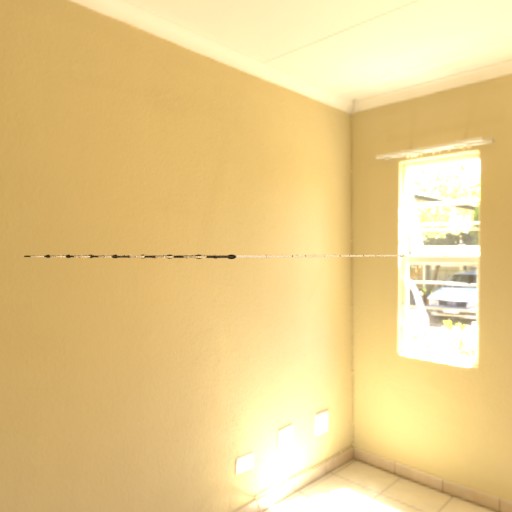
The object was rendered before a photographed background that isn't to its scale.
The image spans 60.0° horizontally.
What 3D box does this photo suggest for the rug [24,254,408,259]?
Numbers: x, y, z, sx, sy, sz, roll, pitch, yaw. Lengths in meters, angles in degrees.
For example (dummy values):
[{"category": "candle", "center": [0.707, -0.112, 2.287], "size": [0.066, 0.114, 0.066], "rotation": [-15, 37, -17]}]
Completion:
[{"category": "rug", "center": [0.000, 0.000, 3.346], "size": [1.524, 0.021, 2.755], "rotation": [0, 0, 35]}]
